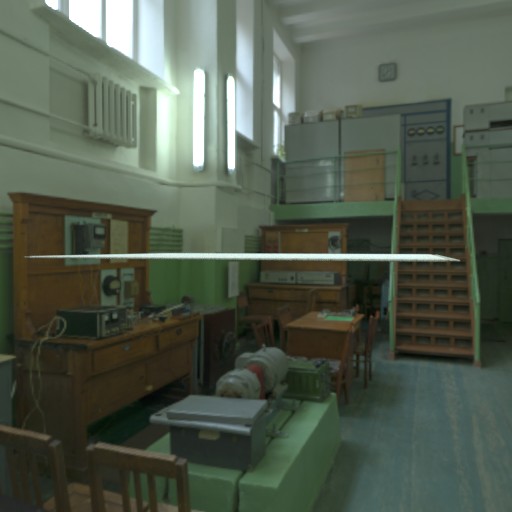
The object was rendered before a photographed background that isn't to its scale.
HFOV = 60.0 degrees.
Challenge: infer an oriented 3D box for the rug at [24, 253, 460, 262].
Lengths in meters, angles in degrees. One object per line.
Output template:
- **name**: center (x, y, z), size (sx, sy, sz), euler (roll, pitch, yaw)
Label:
- **rug**: center (0.000, 0.000, 2.837), size (2.233, 0.011, 1.514), euler (0, 1, 19)
